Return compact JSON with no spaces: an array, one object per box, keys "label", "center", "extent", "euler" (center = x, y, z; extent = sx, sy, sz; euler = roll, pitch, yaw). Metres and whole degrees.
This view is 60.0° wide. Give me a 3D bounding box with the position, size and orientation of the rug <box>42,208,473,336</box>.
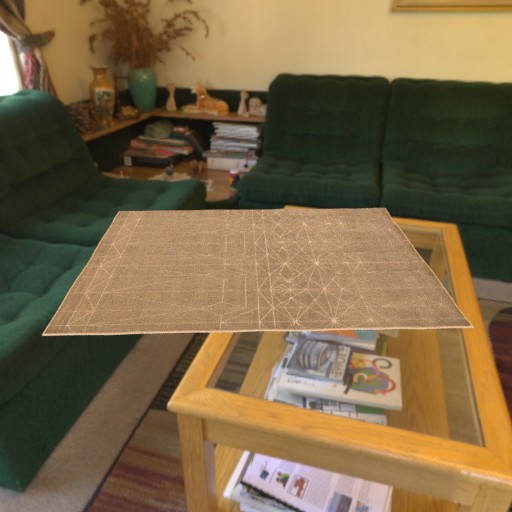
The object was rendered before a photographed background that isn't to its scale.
[{"label":"rug","center":[0.000,0.000,4.506],"extent":[3.357,0.019,2.449],"euler":[-1,29,-1]}]
